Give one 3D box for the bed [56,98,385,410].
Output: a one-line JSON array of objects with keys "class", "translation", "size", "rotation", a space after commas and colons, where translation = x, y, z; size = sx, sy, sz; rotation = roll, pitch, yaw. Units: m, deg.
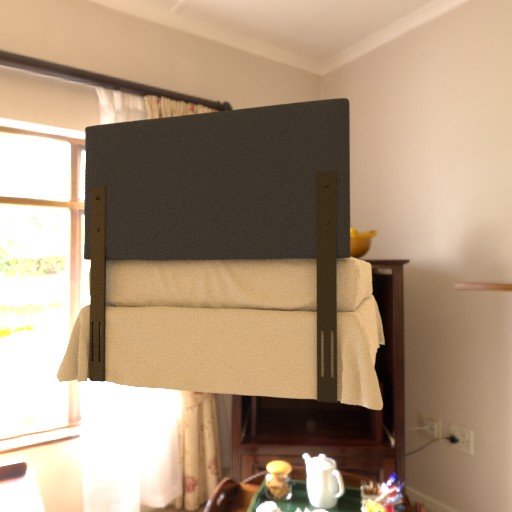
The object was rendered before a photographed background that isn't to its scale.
[{"class": "bed", "translation": [0.000, 0.000, 3.476], "size": [1.936, 1.577, 2.222], "rotation": [-1, -2, 17]}]
